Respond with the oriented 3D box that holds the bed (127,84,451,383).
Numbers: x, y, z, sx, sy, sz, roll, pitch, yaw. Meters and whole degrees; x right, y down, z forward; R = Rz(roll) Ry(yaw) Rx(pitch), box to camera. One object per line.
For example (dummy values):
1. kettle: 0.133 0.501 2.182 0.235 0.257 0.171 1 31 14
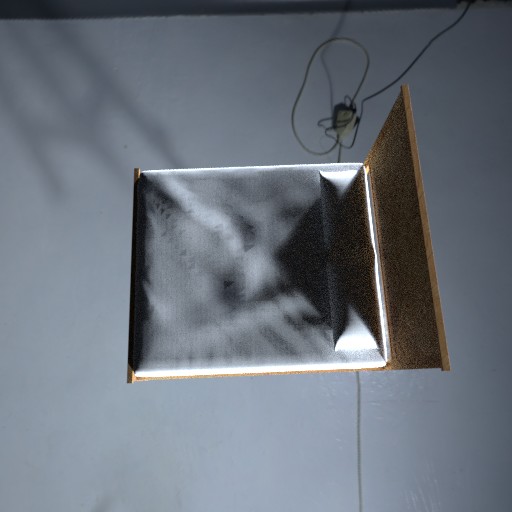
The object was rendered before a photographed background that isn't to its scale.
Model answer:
1. bed: 0.000 0.000 3.643 2.201 1.686 1.936 -2 75 -1
